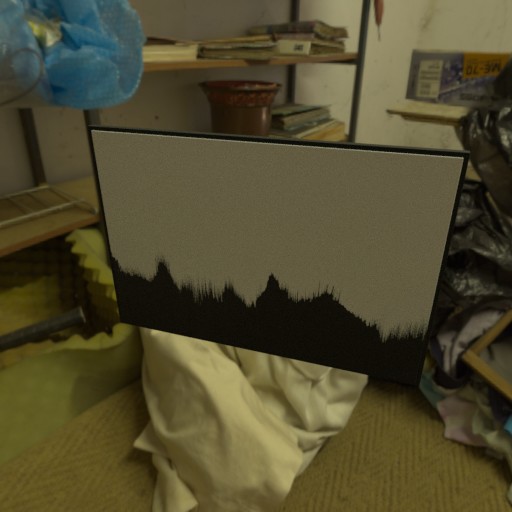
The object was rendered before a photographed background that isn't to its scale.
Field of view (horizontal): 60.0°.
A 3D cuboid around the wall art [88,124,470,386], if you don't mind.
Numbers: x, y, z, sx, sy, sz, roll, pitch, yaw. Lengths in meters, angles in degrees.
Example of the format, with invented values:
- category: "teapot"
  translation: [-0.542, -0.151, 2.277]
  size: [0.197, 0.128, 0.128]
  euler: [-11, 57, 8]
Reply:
- category: "wall art"
  translation: [0.000, 0.000, 1.518]
  size: [1.190, 0.805, 0.028]
  euler: [8, 28, 16]
